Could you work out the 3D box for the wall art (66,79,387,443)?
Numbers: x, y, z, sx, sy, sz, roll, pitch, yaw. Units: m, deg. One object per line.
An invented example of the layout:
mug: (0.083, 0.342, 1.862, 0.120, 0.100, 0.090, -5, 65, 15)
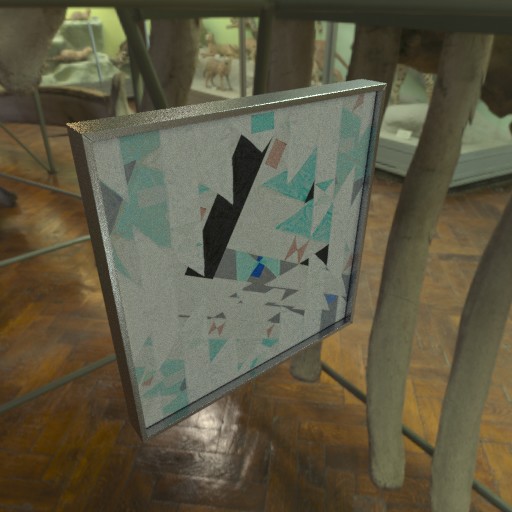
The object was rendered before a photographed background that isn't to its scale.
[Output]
wall art: (0.000, 0.000, 0.517, 0.350, 0.350, 0.038, -21, 37, -32)
